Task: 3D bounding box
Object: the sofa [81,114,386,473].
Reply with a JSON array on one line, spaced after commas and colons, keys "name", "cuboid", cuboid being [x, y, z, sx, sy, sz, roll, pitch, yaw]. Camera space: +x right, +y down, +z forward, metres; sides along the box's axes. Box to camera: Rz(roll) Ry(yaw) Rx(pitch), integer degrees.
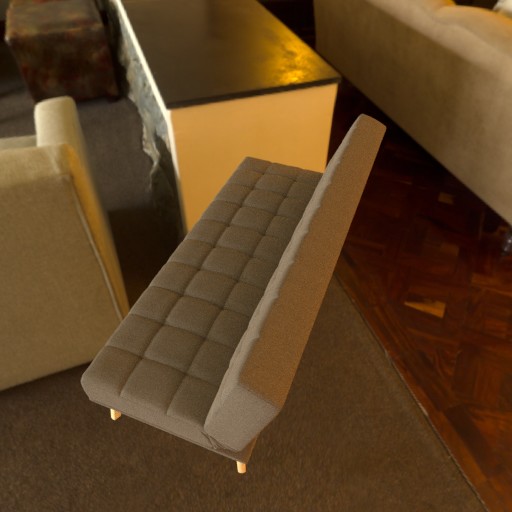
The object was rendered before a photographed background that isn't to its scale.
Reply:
[{"name": "sofa", "cuboid": [0.000, 0.000, 2.234, 0.860, 0.810, 1.800, 16, 47, 15]}]
